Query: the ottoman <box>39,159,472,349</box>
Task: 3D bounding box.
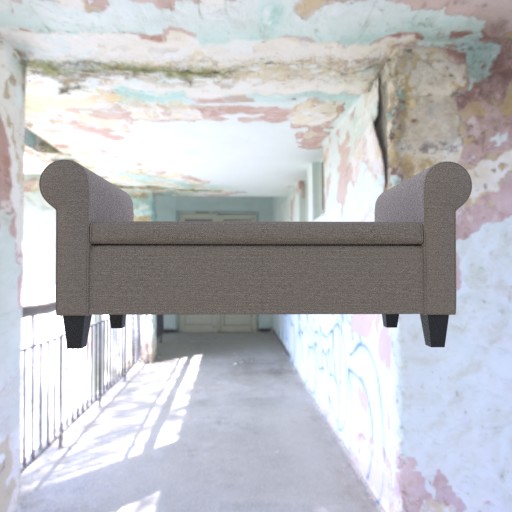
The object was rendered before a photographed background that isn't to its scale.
[{"bbox_3d":[0.000,0.000,1.529,1.256,0.547,0.521,0,-1,-1],"label":"ottoman"}]
